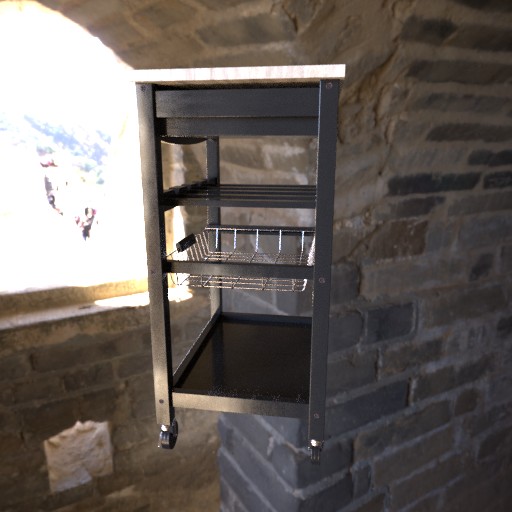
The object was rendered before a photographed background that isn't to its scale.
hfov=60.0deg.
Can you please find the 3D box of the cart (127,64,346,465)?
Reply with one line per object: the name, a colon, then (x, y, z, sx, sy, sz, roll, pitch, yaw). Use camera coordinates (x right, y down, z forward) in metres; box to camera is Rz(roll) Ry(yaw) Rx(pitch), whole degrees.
cart: (0.000, 0.000, 1.171, 0.403, 0.839, 0.584, 2, 14, 9)
